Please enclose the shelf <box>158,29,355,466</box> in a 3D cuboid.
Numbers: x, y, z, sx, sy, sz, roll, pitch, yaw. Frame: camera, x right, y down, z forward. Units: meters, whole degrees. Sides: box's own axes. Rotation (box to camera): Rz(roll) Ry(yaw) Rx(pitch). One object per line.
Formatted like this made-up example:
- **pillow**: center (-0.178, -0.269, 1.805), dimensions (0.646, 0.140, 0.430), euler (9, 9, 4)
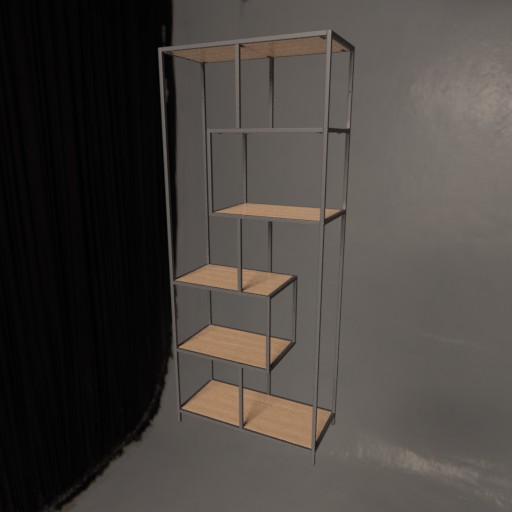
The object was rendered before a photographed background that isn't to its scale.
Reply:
- **shelf**: center (0.000, 0.000, 2.137), dimensions (0.770, 1.850, 0.350), euler (7, 17, 25)
